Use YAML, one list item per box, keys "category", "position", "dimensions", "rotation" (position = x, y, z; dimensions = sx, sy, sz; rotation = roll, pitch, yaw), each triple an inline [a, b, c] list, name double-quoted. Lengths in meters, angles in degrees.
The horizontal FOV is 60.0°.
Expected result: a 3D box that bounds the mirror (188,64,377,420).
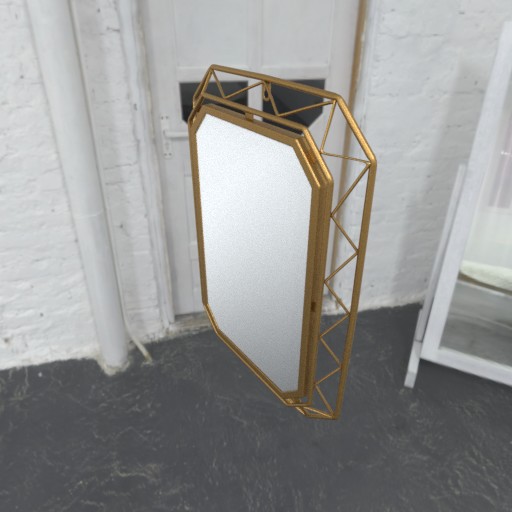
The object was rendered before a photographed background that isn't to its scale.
- category: "mirror"
  position: [0.000, 0.000, 0.741]
  dimensions: [0.042, 0.566, 0.417]
  rotation: [-21, 37, -30]
